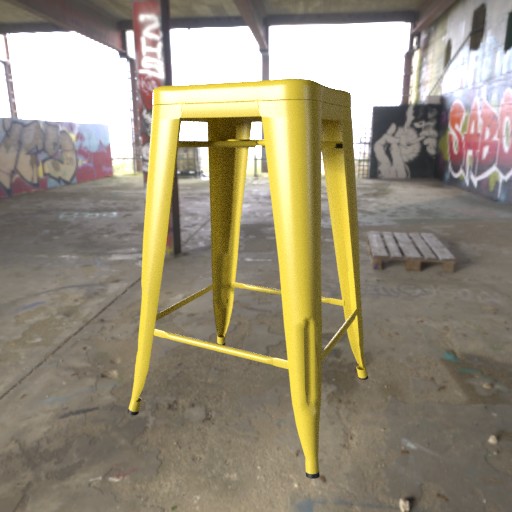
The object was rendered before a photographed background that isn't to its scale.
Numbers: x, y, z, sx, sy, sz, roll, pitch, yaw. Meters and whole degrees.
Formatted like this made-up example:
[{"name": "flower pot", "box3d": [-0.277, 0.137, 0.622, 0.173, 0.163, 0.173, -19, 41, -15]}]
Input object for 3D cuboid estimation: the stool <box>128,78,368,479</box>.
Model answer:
[{"name": "stool", "box3d": [0.000, 0.000, 0.862, 0.399, 0.609, 0.359, 7, 17, 25]}]
